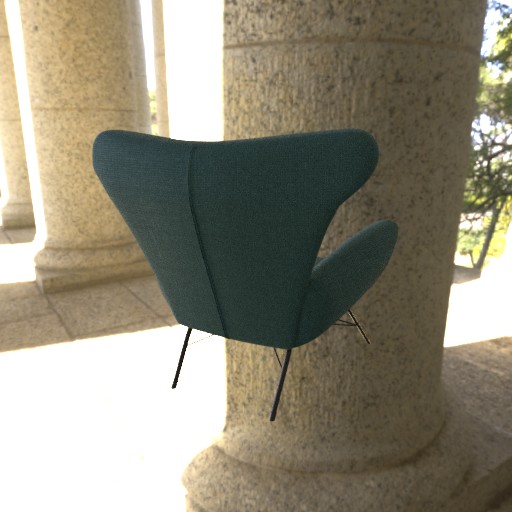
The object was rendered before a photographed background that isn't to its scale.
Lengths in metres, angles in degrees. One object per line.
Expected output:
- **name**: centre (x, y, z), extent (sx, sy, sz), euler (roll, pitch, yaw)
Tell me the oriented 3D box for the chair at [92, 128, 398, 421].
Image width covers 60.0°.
- **chair**: centre (0.000, 0.000, 1.790), extent (1.050, 0.980, 0.900), euler (8, 17, 26)
